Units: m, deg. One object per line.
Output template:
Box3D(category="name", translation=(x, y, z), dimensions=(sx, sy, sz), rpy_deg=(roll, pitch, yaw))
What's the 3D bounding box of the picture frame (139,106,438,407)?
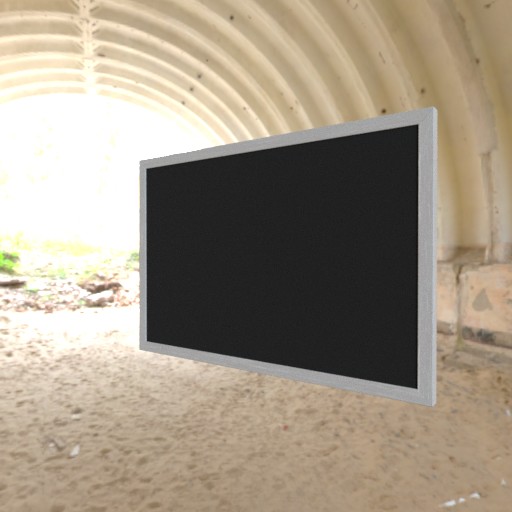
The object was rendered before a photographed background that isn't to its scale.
Box3D(category="picture frame", translation=(0.000, 0.000, 1.232), dimensions=(0.950, 0.640, 0.029), rpy_deg=(0, 1, 36))
